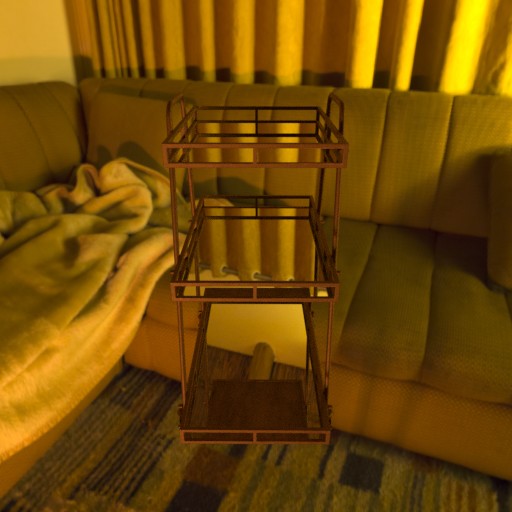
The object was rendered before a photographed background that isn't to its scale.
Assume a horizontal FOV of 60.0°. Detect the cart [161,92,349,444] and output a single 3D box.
[{"bbox_3d":[0.000,0.000,1.289,0.441,0.883,0.711,0,27,0],"label":"cart"}]
